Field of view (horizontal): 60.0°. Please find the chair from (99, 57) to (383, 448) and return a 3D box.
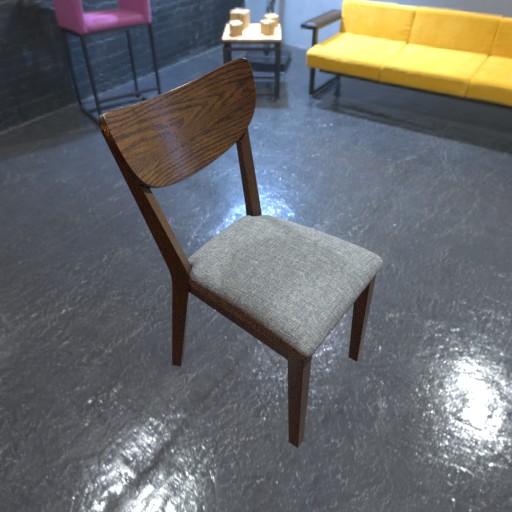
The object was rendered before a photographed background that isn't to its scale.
[{"bbox_3d":[0.000,0.000,1.212,0.583,0.849,0.491,26,47,27],"label":"chair"}]
